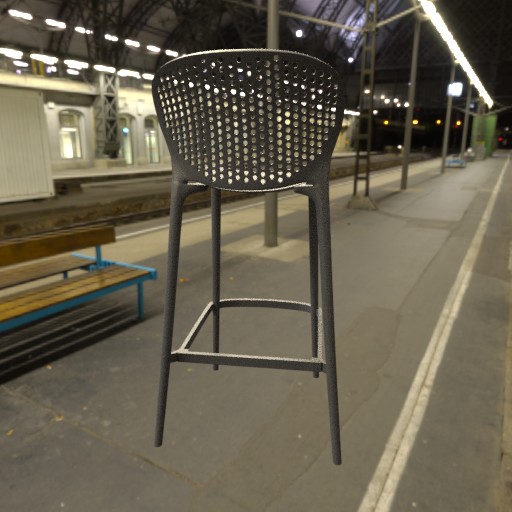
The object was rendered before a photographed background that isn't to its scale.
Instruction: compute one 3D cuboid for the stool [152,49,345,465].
[{"bbox_3d":[0.000,0.000,1.327,0.536,1.045,0.535,2,15,8],"label":"stool"}]
